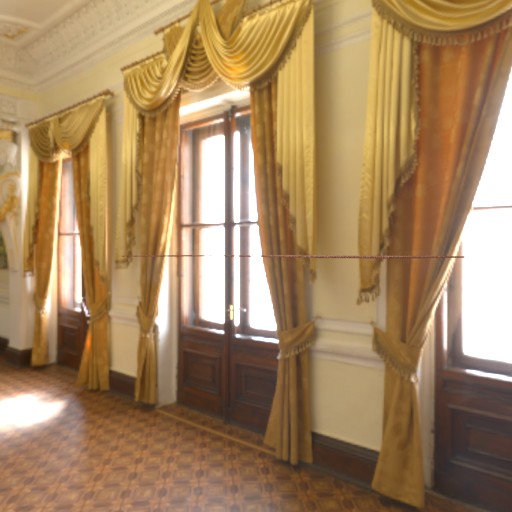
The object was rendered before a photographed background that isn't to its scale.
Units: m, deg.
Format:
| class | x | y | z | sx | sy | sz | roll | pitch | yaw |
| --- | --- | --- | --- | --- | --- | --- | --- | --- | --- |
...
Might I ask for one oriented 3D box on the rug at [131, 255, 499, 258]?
| class | x | y | z | sx | sy | sz | roll | pitch | yaw |
| --- | --- | --- | --- | --- | --- | --- | --- | --- | --- |
| rug | 0.000 | 0.000 | 2.521 | 0.718 | 0.013 | 2.353 | 0 | 0 | -37 |
